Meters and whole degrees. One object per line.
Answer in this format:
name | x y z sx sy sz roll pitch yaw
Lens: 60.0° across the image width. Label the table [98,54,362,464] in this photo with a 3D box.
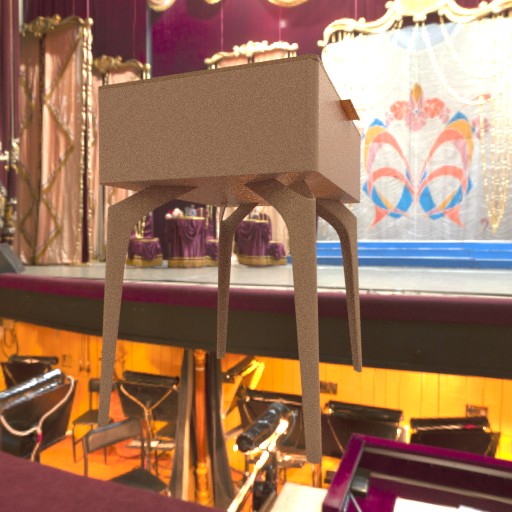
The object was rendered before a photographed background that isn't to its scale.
table | 0.000 0.000 0.910 0.400 0.570 0.500 1 1 20
